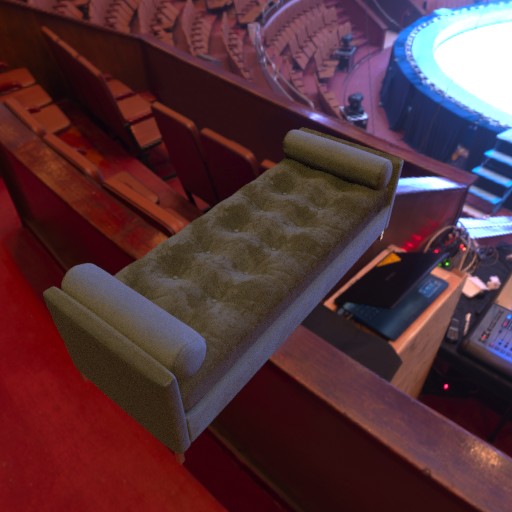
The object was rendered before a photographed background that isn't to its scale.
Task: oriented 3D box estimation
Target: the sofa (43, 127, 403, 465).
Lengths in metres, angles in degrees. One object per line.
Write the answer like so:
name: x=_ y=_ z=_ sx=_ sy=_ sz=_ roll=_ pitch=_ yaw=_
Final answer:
sofa: x=0.000 y=0.000 z=2.561 sx=0.796 sy=0.705 sz=2.102 roll=27 pitch=48 yaw=27
